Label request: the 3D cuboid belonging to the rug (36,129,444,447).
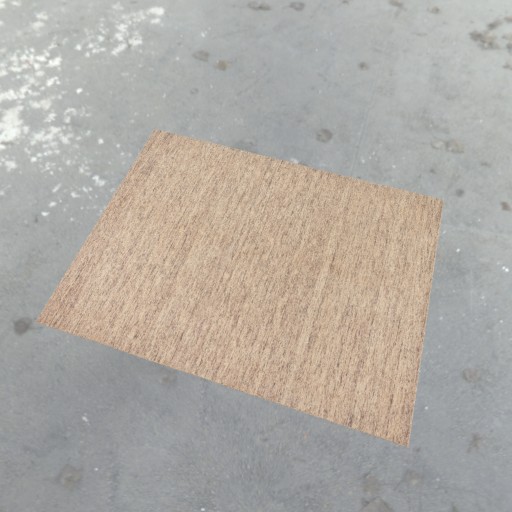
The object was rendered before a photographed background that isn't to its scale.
[{"bbox_3d":[0.000,0.000,4.162,3.205,0.013,2.448,16,61,9],"label":"rug"}]
